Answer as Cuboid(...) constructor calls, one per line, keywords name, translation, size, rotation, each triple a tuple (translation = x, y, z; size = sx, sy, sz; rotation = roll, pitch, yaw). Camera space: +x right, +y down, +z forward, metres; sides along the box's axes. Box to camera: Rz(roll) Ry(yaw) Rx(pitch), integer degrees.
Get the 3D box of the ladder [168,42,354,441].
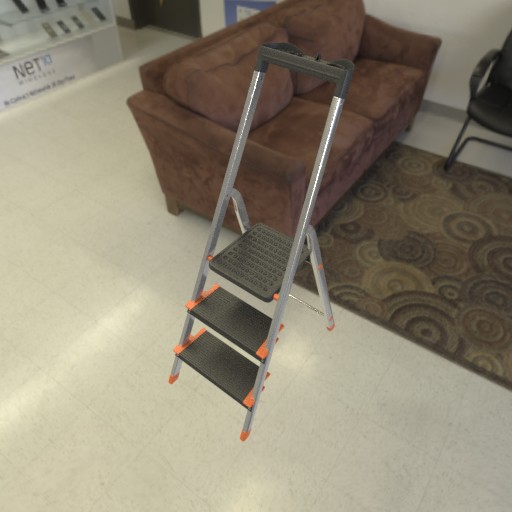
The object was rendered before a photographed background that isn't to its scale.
Cuboid(name="ladder", translation=(0.000, 0.000, 1.542), size=(0.416, 1.229, 0.686), rotation=(29, 52, 26))
